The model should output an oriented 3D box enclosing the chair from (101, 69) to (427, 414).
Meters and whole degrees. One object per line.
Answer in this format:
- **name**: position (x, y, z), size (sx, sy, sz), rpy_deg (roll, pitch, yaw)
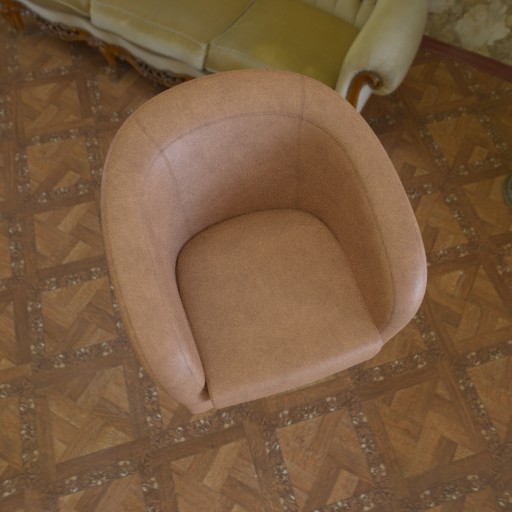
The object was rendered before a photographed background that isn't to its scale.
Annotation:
- **chair**: position (0.000, 0.000, 1.401), size (0.791, 0.771, 0.815), rpy_deg (-16, 65, -8)
